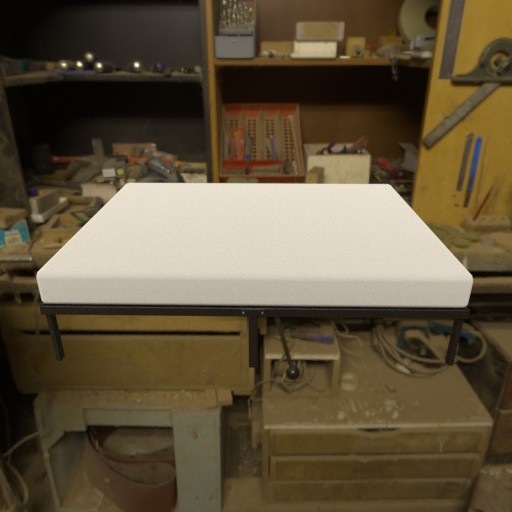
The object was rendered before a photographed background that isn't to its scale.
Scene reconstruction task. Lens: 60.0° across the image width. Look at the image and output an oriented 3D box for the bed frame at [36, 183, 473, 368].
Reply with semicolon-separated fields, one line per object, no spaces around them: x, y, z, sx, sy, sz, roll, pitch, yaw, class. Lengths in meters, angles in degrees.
0.000;0.000;3.639;2.635;0.680;1.990;0;25;1;bed frame
